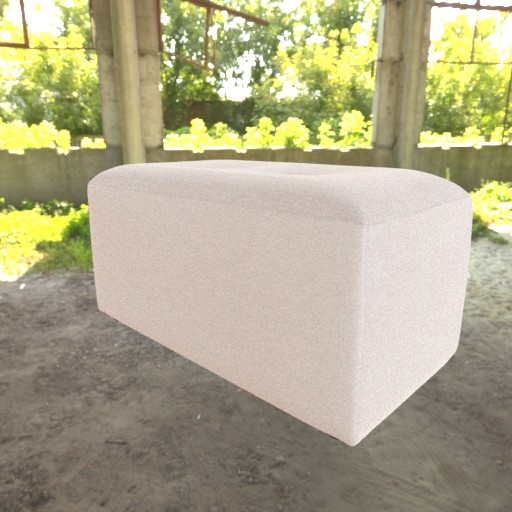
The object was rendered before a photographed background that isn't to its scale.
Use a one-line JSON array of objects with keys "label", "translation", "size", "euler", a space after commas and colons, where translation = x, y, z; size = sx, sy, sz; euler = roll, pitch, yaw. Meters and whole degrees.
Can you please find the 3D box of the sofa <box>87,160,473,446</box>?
[{"label": "sofa", "translation": [0.000, 0.000, 1.172], "size": [0.930, 0.470, 0.480], "euler": [14, 21, 42]}]
